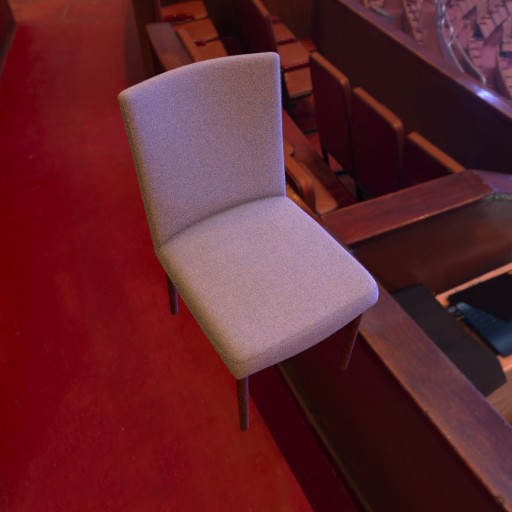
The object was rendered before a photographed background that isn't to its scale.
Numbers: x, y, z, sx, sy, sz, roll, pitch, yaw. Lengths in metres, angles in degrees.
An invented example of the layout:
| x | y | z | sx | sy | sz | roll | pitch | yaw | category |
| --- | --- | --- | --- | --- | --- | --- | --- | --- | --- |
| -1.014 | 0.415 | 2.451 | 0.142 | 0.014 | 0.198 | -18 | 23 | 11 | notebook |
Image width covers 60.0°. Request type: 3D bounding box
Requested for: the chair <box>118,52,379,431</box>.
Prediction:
| x | y | z | sx | sy | sz | roll | pitch | yaw | category |
| --- | --- | --- | --- | --- | --- | --- | --- | --- | --- |
| 0.000 | 0.000 | 1.215 | 0.456 | 0.859 | 0.570 | -24 | 51 | -21 | chair |
